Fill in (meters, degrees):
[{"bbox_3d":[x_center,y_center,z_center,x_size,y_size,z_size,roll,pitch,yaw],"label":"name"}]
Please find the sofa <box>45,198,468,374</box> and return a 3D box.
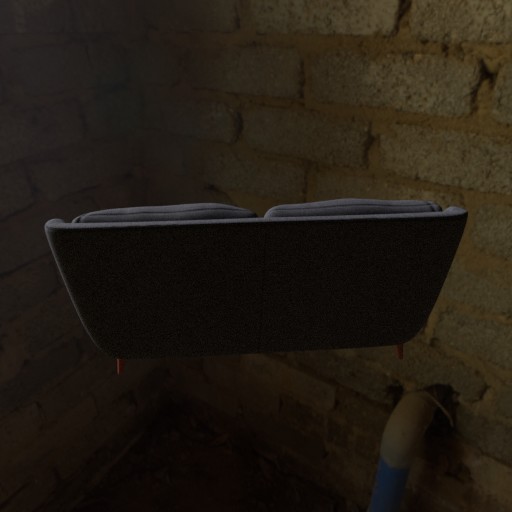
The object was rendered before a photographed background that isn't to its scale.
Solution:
[{"bbox_3d":[0.000,0.000,2.460,1.929,0.896,0.975,-2,30,-4],"label":"sofa"}]
